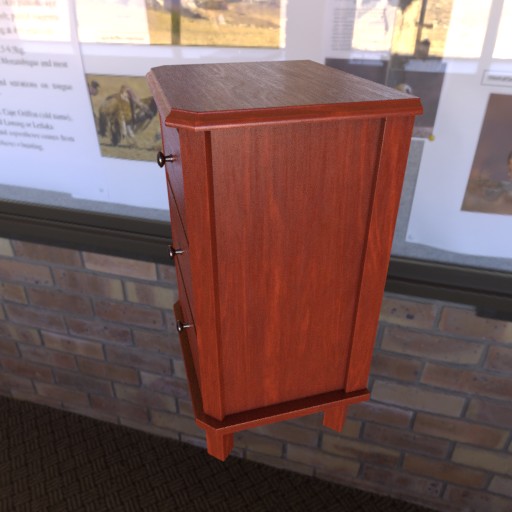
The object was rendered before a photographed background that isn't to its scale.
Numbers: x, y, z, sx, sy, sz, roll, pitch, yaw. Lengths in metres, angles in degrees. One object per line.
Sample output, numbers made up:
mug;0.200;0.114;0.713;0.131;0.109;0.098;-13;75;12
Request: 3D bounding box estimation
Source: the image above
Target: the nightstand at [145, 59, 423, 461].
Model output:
nightstand;0.000;0.000;0.907;0.351;0.681;0.435;-8;32;-13
